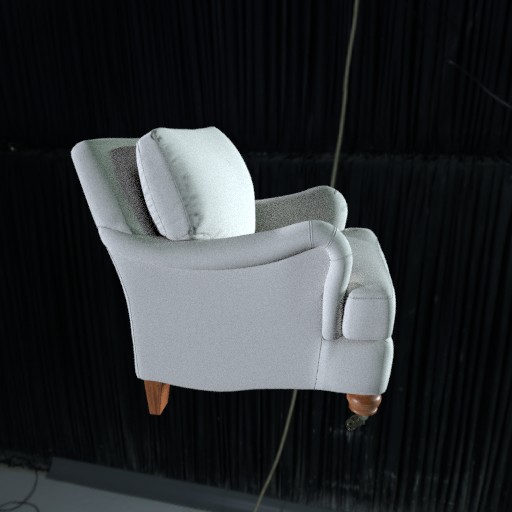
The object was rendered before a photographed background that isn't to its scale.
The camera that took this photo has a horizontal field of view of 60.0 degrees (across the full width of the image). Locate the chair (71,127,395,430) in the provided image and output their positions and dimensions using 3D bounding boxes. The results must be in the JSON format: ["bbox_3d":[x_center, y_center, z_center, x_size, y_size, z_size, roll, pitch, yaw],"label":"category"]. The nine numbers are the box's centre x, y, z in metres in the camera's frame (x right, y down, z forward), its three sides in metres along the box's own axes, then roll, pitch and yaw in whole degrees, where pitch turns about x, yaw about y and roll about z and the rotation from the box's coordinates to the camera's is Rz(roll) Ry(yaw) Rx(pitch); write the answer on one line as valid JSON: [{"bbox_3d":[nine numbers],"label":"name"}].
[{"bbox_3d":[0.000,0.000,1.864,1.070,1.038,0.955,3,17,10],"label":"chair"}]
